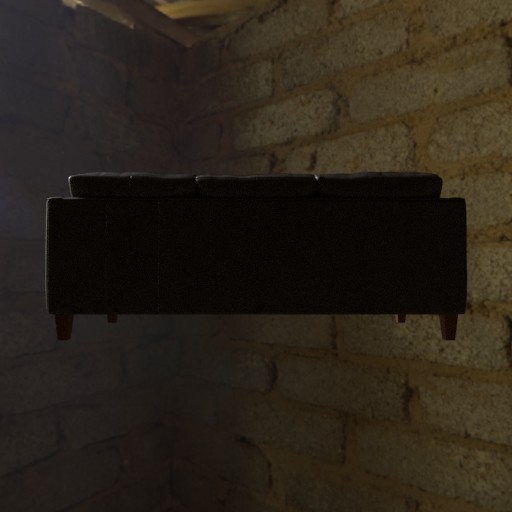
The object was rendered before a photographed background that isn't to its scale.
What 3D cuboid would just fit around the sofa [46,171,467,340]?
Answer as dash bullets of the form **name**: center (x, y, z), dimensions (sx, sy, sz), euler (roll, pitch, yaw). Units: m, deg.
- **sofa**: center (0.000, 0.000, 3.066), dimensions (2.464, 1.006, 1.045), euler (0, -2, 0)
